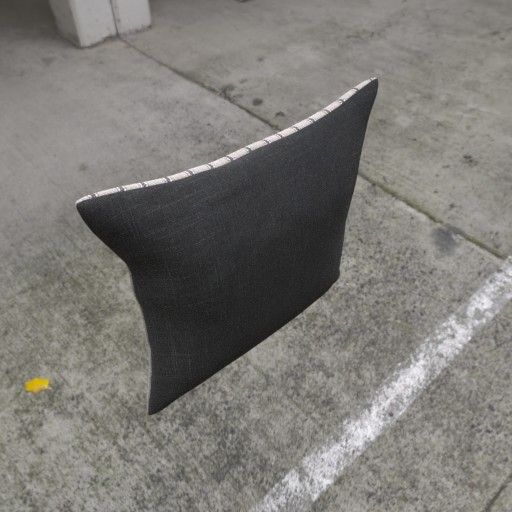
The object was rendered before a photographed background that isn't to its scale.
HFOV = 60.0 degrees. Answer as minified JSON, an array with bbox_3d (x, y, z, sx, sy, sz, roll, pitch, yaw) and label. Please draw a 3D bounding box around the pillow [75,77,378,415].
[{"bbox_3d":[0.000,0.000,0.686,0.468,0.444,0.138,-31,53,-28],"label":"pillow"}]
